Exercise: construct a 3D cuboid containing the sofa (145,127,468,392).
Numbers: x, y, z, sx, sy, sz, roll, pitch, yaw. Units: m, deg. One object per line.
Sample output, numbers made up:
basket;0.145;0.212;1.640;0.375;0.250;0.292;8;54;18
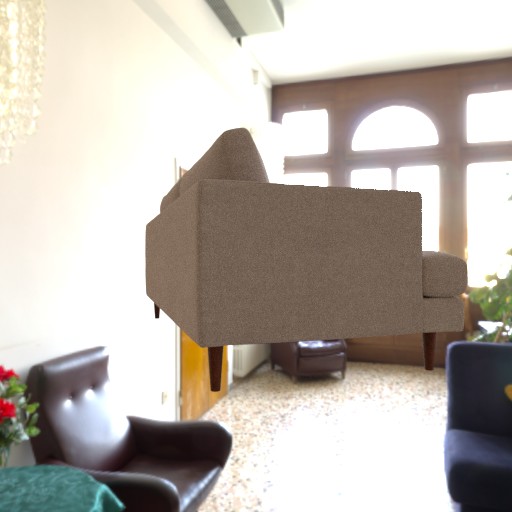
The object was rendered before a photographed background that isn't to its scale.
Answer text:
sofa;0.000;0.000;2.396;1.020;0.868;1.948;0;0;-19
